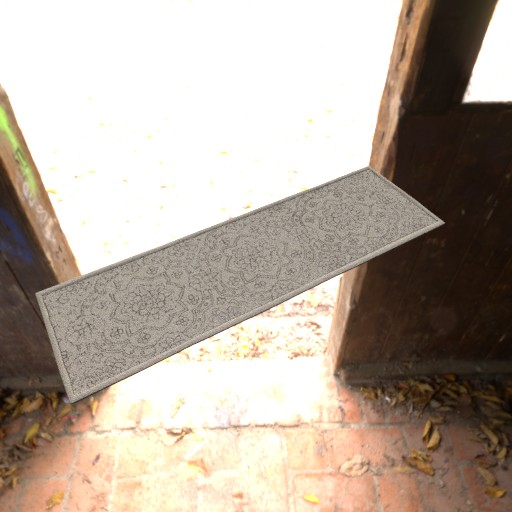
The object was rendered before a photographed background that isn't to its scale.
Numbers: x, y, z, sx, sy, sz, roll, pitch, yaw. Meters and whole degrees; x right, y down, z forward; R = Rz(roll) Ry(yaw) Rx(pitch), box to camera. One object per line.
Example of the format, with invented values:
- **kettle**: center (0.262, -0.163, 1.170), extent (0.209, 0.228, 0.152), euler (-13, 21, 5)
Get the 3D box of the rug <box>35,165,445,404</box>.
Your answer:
- **rug**: center (0.000, 0.000, 2.703), extent (2.448, 0.012, 0.769), euler (-23, 50, -21)
